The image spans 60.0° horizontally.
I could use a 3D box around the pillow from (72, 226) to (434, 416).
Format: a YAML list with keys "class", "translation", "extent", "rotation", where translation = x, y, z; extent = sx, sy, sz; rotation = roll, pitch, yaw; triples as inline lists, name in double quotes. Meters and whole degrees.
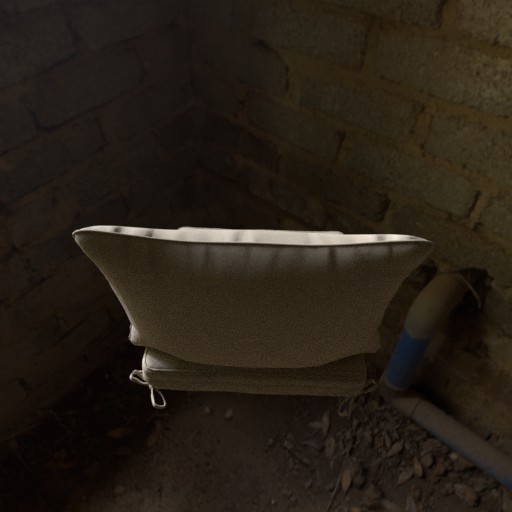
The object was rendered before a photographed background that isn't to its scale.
- class: "pillow"
  translation: [0.000, 0.000, 1.373]
  extent: [0.798, 0.716, 0.733]
  rotation: [2, 46, 2]
